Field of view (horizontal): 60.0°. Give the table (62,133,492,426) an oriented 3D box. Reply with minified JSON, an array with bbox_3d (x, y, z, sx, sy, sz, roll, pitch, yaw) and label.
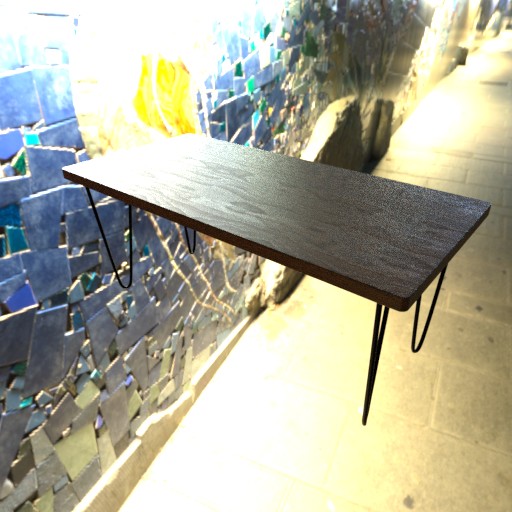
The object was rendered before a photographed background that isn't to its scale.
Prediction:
[{"bbox_3d":[0.000,0.000,2.197,1.791,0.753,0.883,22,36,33],"label":"table"}]
